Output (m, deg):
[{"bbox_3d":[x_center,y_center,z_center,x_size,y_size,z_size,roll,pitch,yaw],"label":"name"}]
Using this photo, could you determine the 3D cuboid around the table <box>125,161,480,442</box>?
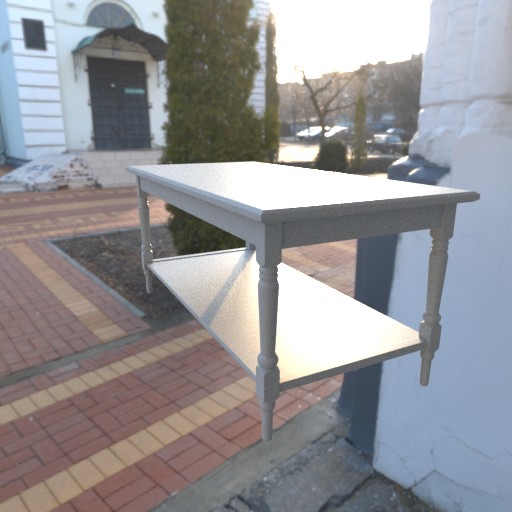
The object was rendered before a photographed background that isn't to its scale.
[{"bbox_3d":[0.000,0.000,1.404,0.551,0.506,1.109,-8,18,-26],"label":"table"}]
